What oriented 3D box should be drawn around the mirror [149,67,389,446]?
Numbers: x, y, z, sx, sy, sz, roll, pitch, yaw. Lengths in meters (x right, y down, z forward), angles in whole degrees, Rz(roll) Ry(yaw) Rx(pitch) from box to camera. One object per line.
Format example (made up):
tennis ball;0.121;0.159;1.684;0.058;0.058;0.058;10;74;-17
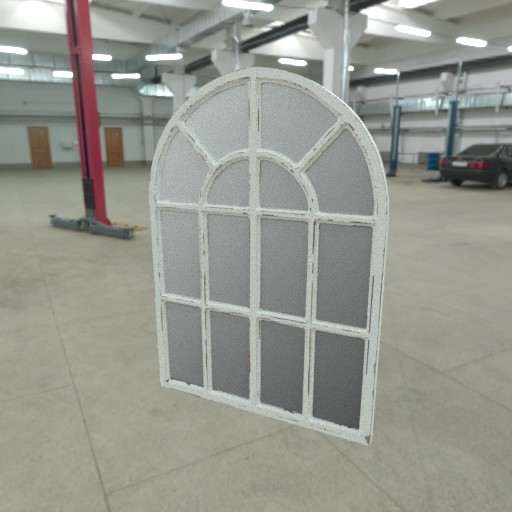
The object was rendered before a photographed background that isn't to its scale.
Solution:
mirror;0.000;0.000;1.166;0.660;0.920;0.032;7;16;25
